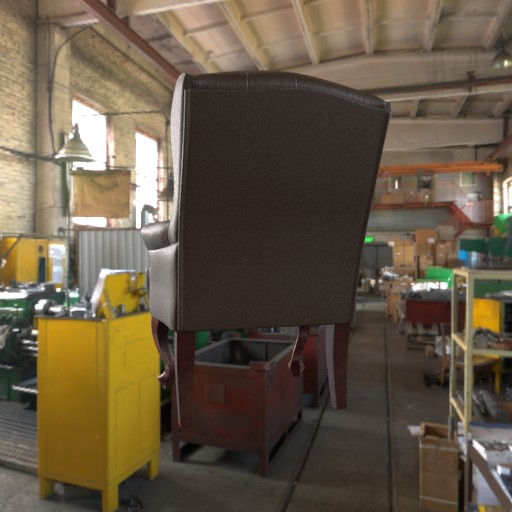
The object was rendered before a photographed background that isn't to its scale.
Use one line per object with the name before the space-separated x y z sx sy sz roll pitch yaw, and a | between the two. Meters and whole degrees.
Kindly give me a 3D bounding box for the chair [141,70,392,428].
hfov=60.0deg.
chair | 0.000 0.000 1.691 0.829 1.132 0.819 0 0 -17
